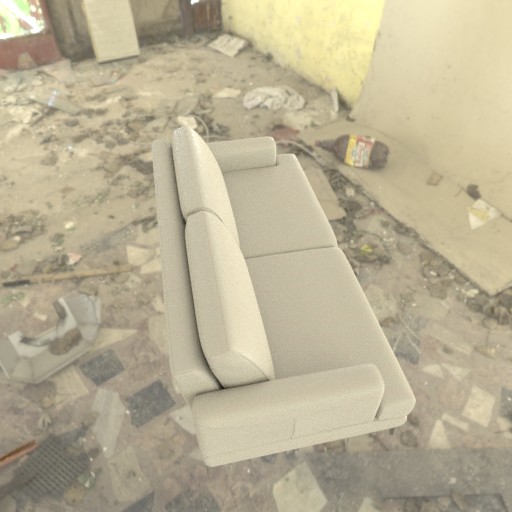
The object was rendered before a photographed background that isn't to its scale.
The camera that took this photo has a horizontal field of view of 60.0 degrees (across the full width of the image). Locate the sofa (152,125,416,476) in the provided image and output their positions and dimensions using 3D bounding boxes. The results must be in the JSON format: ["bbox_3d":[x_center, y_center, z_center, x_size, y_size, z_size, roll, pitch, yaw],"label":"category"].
[{"bbox_3d":[0.000,0.000,2.413,0.974,0.765,1.940,-8,46,-8],"label":"sofa"}]
